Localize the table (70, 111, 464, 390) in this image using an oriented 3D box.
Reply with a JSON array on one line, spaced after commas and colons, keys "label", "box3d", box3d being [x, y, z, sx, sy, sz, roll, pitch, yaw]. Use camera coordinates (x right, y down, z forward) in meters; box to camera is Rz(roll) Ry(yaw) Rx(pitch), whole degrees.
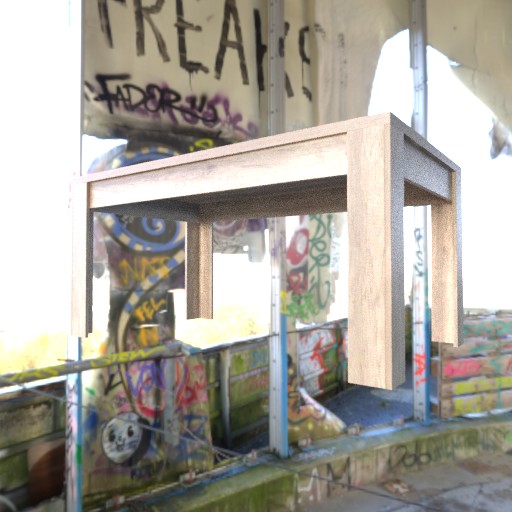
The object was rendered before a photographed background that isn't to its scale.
[{"label": "table", "box3d": [0.000, 0.000, 2.066, 1.600, 0.775, 0.900, -1, -2, 37]}]
